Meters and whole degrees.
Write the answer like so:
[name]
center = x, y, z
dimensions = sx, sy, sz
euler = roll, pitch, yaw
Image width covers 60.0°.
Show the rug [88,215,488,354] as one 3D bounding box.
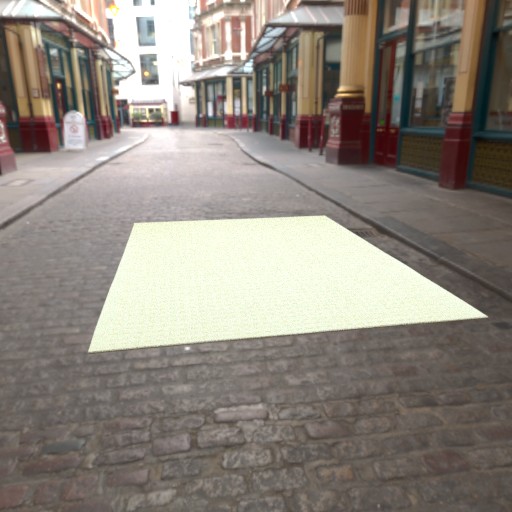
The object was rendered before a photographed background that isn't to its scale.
[rug]
center = 0.000, 0.000, 4.117
dimensions = 2.452, 0.016, 3.204
euler = -3, 17, -10
